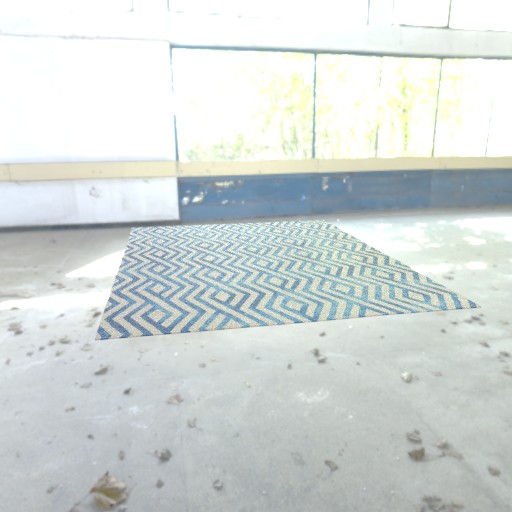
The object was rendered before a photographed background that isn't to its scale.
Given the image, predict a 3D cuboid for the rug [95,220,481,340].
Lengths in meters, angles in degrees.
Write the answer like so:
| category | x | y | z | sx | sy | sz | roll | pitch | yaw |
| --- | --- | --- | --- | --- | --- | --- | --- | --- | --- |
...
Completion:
| category | x | y | z | sx | sy | sz | roll | pitch | yaw |
| --- | --- | --- | --- | --- | --- | --- | --- | --- | --- |
| rug | 0.000 | 0.000 | 4.146 | 2.453 | 0.008 | 3.059 | -3 | 16 | -11 |
